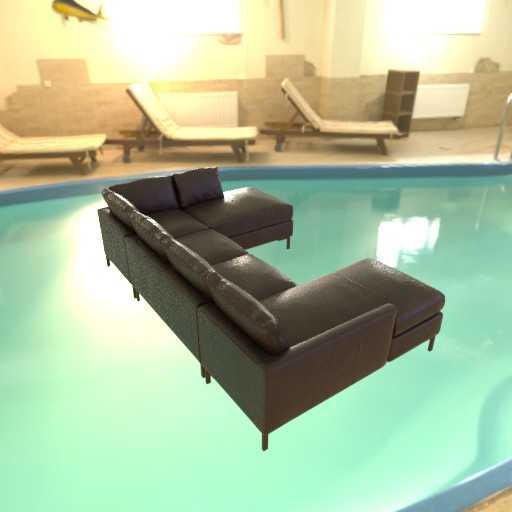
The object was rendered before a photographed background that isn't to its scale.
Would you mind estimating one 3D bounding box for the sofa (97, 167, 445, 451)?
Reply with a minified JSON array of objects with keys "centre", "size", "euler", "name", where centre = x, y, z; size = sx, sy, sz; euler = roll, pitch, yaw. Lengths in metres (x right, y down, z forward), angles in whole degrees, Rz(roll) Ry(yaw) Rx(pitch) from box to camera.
[{"centre":[0.000,0.000,4.002],"size":[1.939,0.900,2.956],"euler":[-18,32,-31],"name":"sofa"}]
